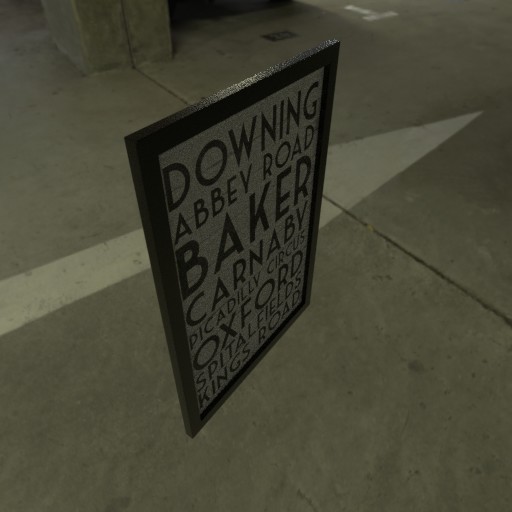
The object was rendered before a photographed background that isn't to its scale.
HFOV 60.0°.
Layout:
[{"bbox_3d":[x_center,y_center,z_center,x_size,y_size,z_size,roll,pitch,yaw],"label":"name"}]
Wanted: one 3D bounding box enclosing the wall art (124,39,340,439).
[{"bbox_3d":[0.000,0.000,0.549,0.013,0.432,0.304,26,47,27],"label":"wall art"}]
